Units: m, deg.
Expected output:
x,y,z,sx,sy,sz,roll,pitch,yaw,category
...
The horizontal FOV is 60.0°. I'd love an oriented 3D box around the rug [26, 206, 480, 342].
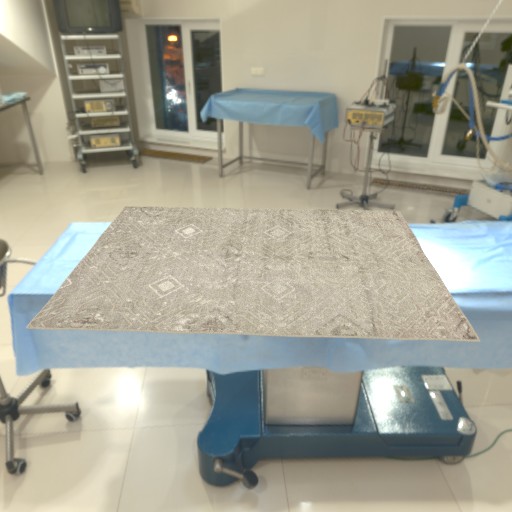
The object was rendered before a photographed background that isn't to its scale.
x,y,z,sx,sy,sz,roll,pitch,yaw,category
0.000,0.000,4.331,3.359,0.020,2.448,1,28,2,rug
